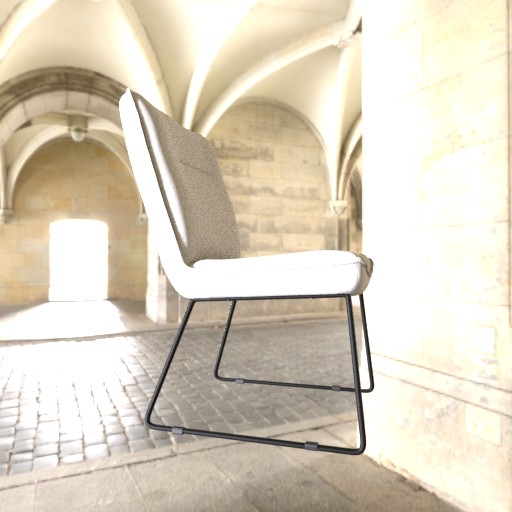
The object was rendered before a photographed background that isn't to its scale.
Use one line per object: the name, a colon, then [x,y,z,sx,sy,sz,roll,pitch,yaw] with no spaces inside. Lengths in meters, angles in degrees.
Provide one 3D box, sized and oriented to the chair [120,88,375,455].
chair: [0.000,0.000,1.358,0.688,0.930,0.515,0,0,17]
